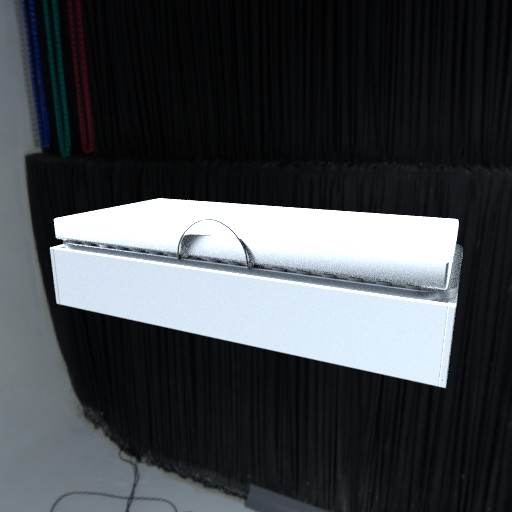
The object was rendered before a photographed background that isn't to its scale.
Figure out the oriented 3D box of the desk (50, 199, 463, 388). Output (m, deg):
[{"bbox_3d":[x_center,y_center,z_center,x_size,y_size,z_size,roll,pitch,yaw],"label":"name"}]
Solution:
[{"bbox_3d":[0.000,0.000,2.266,1.900,0.526,0.900,7,16,25],"label":"desk"}]
